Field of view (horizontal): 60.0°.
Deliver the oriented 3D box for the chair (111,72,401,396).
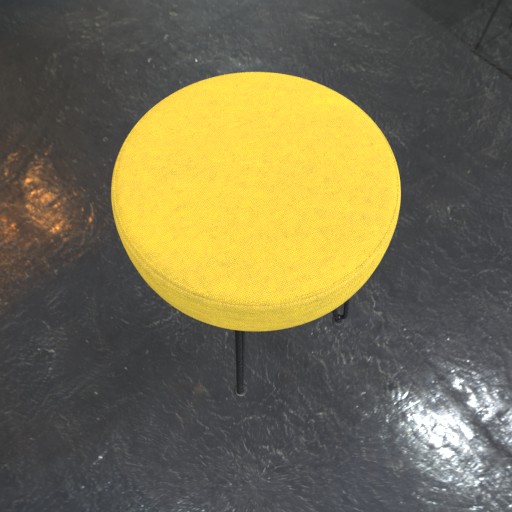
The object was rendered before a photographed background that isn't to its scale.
[{"bbox_3d":[0.000,0.000,0.709,0.345,0.455,0.345,-32,67,-15],"label":"chair"}]
